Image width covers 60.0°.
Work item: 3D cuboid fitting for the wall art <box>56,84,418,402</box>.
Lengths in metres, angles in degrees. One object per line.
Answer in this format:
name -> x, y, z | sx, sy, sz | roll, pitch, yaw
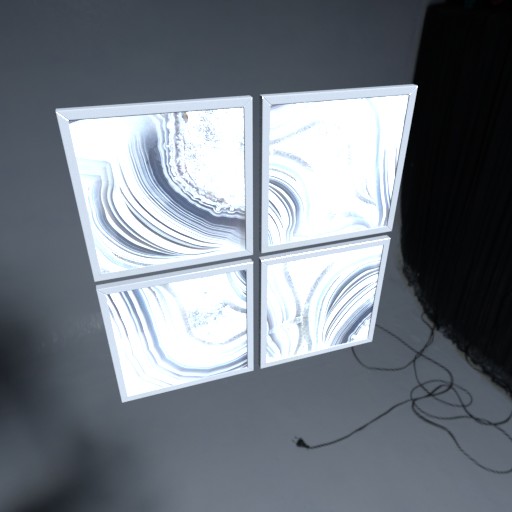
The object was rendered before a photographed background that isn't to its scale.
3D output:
wall art -> 0.000, 0.000, 1.615 | 1.118, 1.118, 0.029 | -10, 32, -16
